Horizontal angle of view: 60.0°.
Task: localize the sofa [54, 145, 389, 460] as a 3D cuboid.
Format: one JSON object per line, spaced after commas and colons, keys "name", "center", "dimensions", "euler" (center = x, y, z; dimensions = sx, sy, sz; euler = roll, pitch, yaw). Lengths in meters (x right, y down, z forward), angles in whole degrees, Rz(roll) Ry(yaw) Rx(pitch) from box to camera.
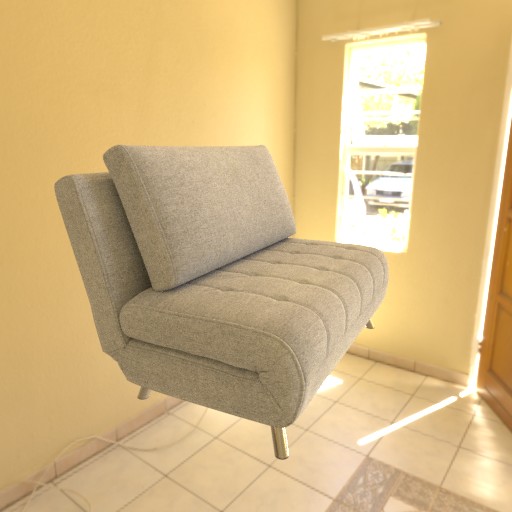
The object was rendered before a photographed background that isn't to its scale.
{"name": "sofa", "center": [0.000, 0.000, 1.870], "dimensions": [0.910, 0.910, 1.220], "euler": [7, 16, 27]}
